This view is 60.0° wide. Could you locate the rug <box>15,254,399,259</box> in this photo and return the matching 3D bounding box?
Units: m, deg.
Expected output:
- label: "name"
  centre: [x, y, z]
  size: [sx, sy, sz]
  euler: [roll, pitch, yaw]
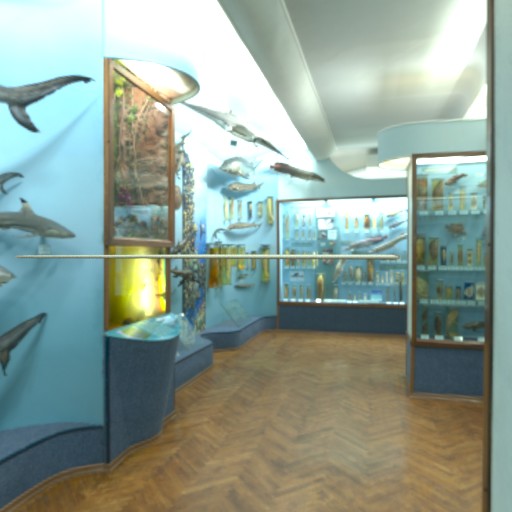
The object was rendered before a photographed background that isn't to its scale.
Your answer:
- label: "rug"
  centre: [0.000, 0.000, 4.053]
  size: [2.462, 0.018, 3.039]
  euler: [0, 0, 17]
